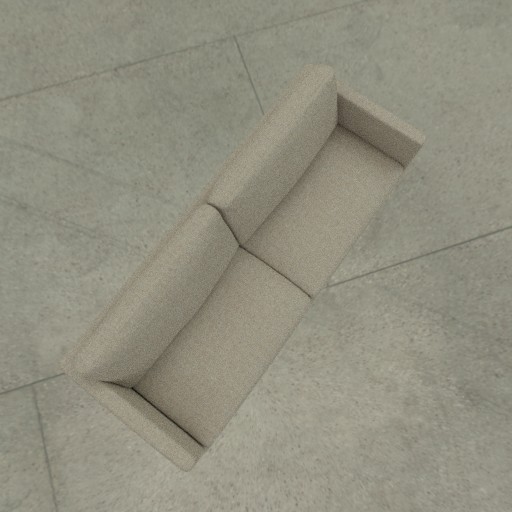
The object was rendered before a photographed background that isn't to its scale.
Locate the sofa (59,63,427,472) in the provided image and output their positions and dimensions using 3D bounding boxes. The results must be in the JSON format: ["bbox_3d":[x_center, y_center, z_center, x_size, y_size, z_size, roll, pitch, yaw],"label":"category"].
[{"bbox_3d":[0.000,0.000,2.848,0.951,0.965,2.434,36,78,9],"label":"sofa"}]
